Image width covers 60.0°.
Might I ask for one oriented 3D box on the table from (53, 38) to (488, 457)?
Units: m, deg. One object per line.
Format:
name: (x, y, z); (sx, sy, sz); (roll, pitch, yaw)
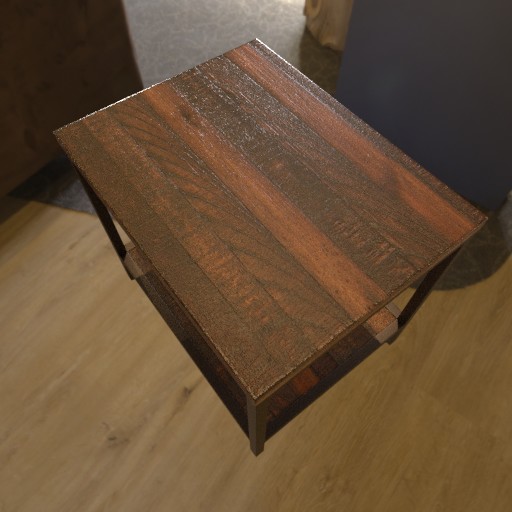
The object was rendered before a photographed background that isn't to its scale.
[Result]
table: (0.000, 0.000, 1.106); (0.524, 0.612, 0.678); (-33, 64, -19)
